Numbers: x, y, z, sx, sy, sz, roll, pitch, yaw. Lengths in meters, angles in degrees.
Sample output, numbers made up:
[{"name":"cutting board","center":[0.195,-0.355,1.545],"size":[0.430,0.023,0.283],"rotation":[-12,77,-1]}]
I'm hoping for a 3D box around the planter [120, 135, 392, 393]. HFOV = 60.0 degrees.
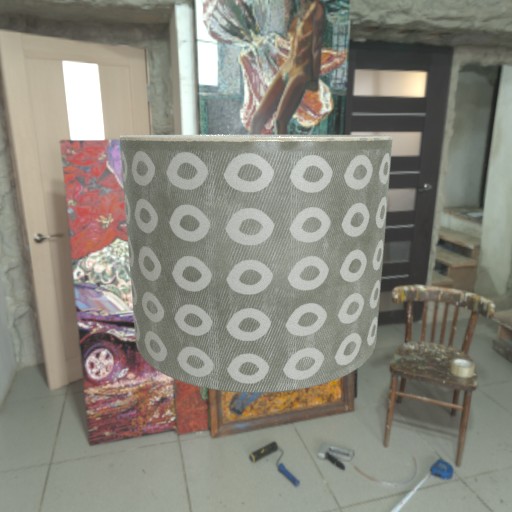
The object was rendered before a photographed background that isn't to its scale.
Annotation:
[{"name":"planter","center":[0.000,0.000,0.455],"size":[0.250,0.239,0.250],"rotation":[0,16,0]}]
